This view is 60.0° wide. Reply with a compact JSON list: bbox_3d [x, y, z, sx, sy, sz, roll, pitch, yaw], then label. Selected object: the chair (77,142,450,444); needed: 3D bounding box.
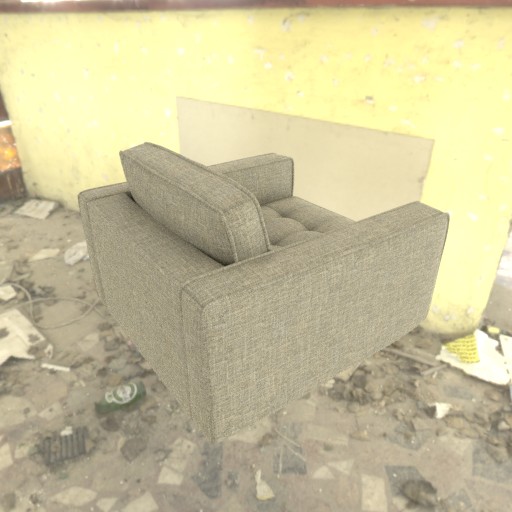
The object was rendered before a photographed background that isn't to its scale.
[{"bbox_3d":[0.000,0.000,1.549,0.914,0.765,0.889,-19,34,-31],"label":"chair"}]
